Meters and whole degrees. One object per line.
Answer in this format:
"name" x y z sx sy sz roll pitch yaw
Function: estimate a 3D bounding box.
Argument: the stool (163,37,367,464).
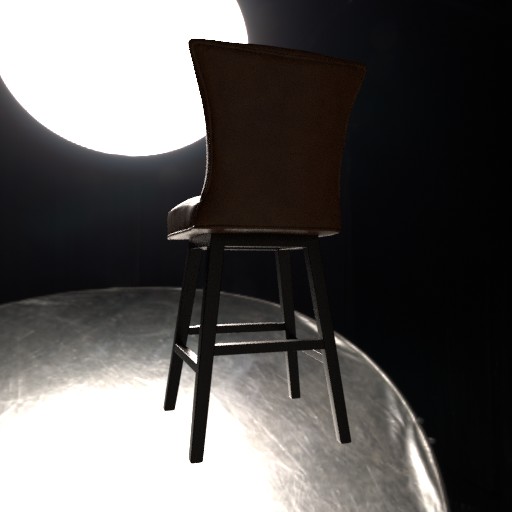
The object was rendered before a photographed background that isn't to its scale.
"stool" 0.000 0.000 1.404 0.522 1.094 0.585 0 -1 -17
